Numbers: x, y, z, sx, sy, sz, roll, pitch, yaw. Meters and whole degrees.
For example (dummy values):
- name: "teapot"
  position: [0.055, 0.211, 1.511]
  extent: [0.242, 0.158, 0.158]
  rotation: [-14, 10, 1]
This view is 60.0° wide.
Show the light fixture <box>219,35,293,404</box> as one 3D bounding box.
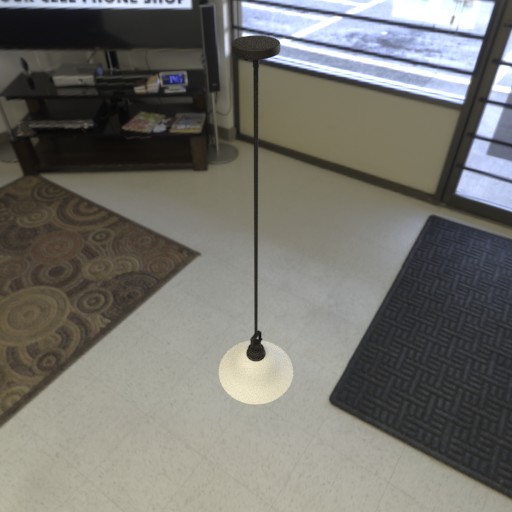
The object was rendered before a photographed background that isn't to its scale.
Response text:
- name: "light fixture"
  position: [0.000, 0.000, 1.480]
  extent: [0.324, 1.337, 0.324]
  rotation: [27, 48, 27]
